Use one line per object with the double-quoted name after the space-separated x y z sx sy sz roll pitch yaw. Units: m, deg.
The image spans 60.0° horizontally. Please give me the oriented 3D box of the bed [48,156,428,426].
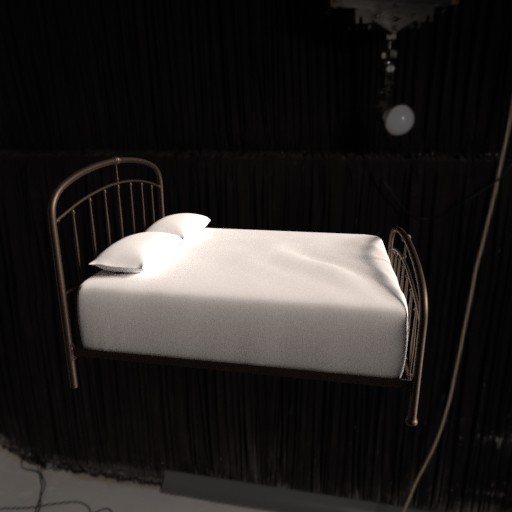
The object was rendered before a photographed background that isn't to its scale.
0.000 0.000 3.299 2.180 1.425 1.711 3 17 10 "bed"
